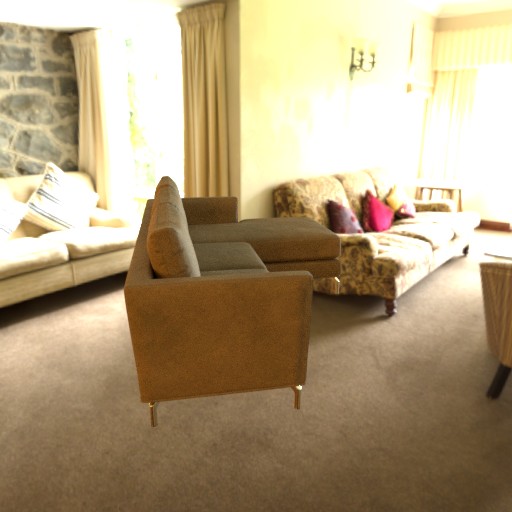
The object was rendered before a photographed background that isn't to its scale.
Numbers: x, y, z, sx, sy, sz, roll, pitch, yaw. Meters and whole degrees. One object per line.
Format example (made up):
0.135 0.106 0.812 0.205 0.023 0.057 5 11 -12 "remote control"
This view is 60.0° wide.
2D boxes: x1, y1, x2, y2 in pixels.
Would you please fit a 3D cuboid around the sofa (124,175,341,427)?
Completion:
0.000 0.000 3.241 1.622 0.987 2.438 -3 17 -10 "sofa"
